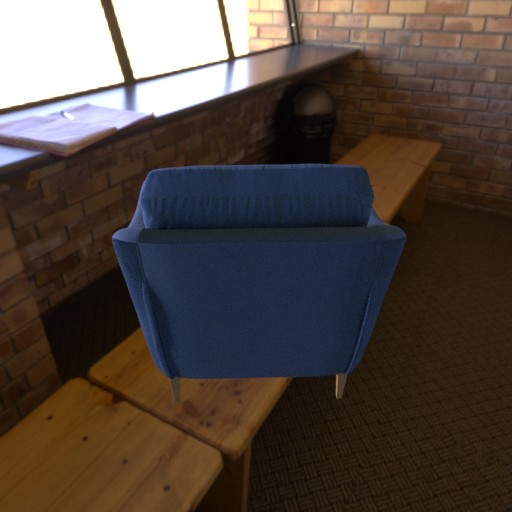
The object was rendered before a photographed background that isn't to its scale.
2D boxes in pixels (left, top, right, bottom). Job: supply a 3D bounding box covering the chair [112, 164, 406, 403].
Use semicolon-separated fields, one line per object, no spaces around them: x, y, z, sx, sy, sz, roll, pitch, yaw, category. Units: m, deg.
0.000;0.000;1.715;0.987;0.899;0.961;-1;31;-2;chair
